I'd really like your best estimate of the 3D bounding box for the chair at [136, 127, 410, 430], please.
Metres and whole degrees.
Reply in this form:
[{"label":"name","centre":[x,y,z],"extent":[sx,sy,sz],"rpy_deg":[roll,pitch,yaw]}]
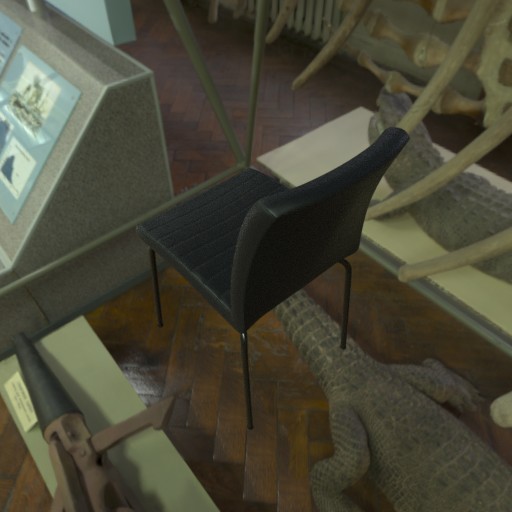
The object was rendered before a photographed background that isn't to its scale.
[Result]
[{"label":"chair","centre":[0.000,0.000,1.225],"extent":[0.450,0.872,0.572],"rpy_deg":[-32,55,-27]}]
